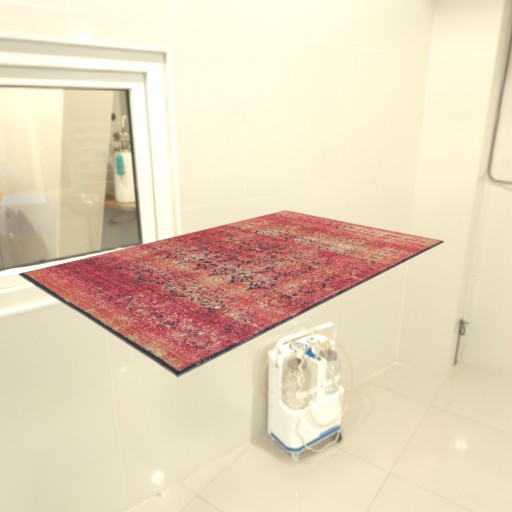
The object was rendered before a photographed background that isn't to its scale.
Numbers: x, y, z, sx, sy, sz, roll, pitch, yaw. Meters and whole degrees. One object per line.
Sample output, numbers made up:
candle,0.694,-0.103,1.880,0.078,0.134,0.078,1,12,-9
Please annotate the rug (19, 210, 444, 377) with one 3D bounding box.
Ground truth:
rug,0.000,0.000,2.953,1.539,0.018,2.449,16,24,41
